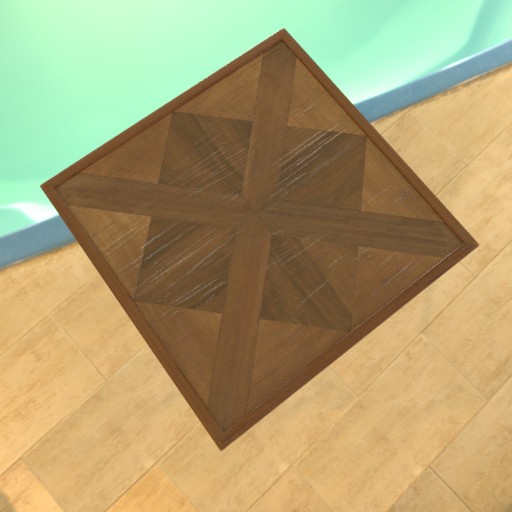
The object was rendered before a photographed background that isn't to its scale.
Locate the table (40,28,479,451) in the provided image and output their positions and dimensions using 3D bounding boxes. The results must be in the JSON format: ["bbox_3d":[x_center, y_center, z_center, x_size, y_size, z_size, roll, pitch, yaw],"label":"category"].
[{"bbox_3d":[0.000,0.000,0.979,0.503,0.563,0.503,-36,79,-8],"label":"table"}]
